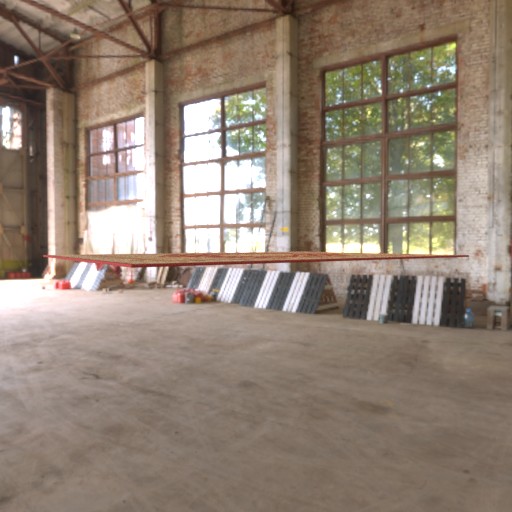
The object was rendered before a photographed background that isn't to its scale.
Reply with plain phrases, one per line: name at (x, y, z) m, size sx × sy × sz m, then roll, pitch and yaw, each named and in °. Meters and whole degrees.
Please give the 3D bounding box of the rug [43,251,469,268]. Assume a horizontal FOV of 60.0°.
rug at (0.000, 0.000, 2.835) m, size 2.211 × 0.013 × 1.593 m, roll -1°, pitch 2°, yaw -36°
